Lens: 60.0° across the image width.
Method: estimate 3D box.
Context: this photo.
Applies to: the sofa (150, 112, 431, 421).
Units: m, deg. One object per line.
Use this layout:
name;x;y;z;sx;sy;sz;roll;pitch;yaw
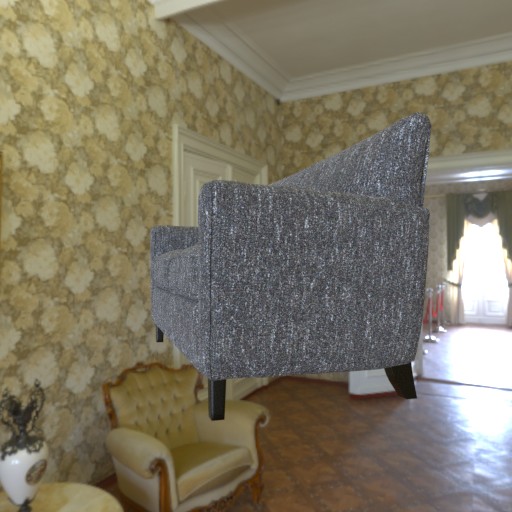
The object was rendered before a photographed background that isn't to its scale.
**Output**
sofa;0.000;0.000;1.998;0.801;0.946;1.519;1;-2;-19
